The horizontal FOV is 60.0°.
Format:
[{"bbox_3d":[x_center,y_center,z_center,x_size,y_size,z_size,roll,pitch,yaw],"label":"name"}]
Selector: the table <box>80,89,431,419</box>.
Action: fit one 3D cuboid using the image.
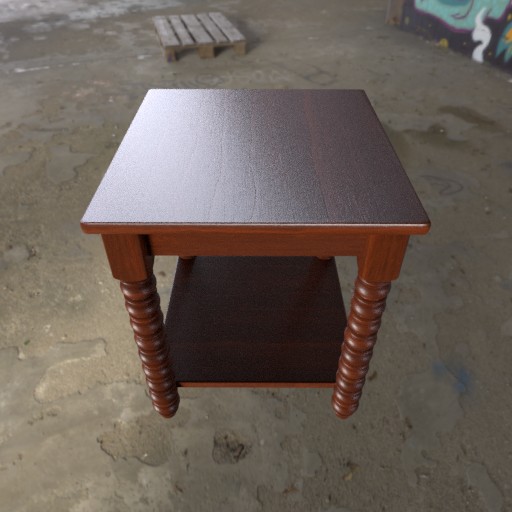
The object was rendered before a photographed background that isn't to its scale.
[{"bbox_3d":[0.000,0.000,1.008,0.500,0.567,0.533,0,40,0],"label":"table"}]
